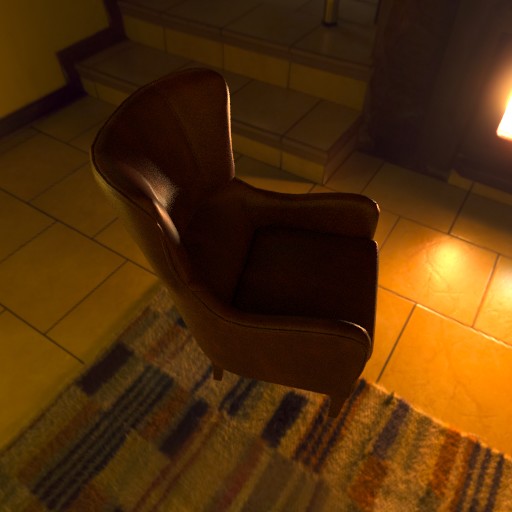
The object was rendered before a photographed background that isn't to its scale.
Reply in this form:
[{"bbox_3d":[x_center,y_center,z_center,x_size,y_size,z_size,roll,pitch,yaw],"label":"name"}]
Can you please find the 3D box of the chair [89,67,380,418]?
[{"bbox_3d":[0.000,0.000,1.615,0.914,1.048,0.692,10,49,9],"label":"chair"}]
